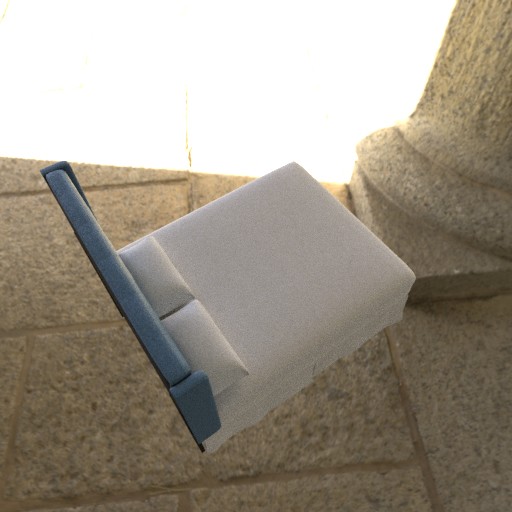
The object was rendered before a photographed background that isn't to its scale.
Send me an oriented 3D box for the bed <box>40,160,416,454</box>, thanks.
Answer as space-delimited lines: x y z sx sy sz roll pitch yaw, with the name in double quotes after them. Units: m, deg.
0.000 0.000 3.330 2.078 1.665 1.719 -30 61 -19 "bed"
